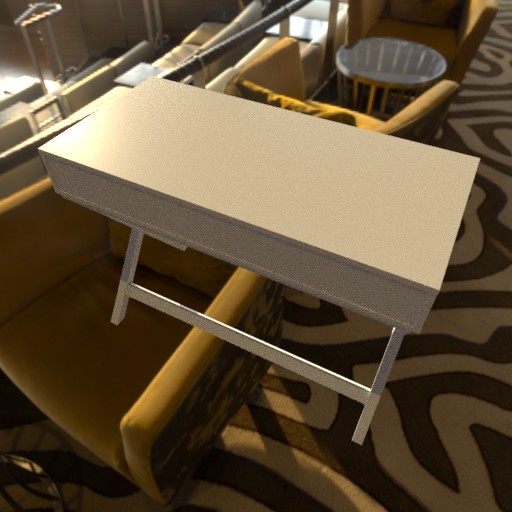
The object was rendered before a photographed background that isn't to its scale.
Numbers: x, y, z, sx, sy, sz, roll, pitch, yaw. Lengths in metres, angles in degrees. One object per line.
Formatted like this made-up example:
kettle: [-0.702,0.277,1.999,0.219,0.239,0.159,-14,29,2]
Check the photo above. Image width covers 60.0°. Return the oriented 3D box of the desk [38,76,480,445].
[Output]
desk: [0.000,0.000,1.452,1.059,0.780,0.509,21,49,19]
